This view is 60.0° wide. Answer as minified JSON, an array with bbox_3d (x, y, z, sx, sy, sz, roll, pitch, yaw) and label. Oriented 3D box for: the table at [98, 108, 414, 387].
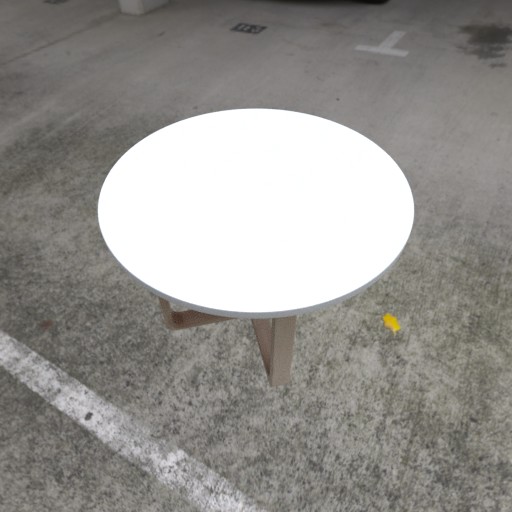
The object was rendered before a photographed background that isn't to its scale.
[{"bbox_3d":[0.000,0.000,1.010,0.600,0.400,0.600,0,47,0],"label":"table"}]
